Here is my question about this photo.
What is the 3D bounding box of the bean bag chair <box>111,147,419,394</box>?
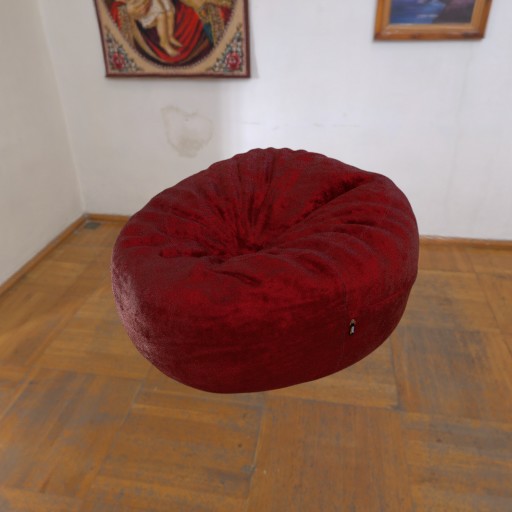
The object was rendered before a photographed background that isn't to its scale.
[{"bbox_3d":[0.000,0.000,2.428,1.524,0.878,1.524,-20,37,-30],"label":"bean bag chair"}]
